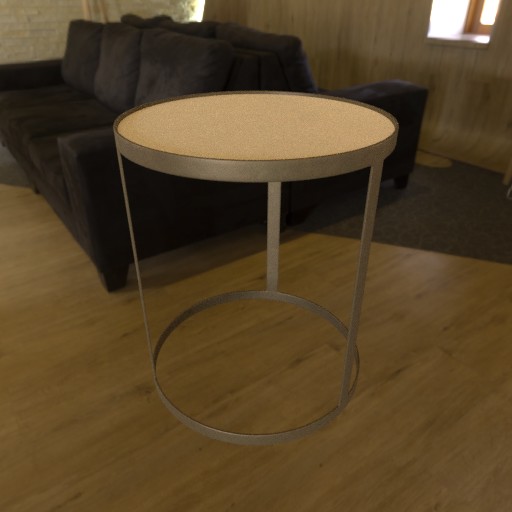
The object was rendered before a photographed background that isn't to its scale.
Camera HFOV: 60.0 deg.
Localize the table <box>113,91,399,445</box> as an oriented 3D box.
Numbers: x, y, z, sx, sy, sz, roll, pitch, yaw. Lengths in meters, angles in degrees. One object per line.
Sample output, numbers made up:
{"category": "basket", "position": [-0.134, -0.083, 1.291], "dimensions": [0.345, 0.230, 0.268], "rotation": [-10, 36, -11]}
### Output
{"category": "table", "position": [0.000, 0.000, 0.916], "dimensions": [0.480, 0.565, 0.480], "rotation": [0, 31, 0]}
